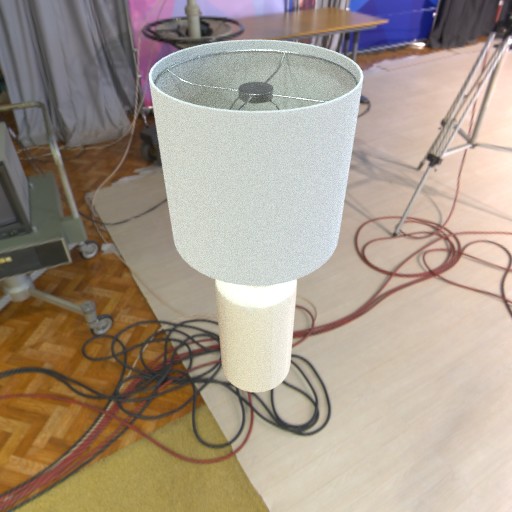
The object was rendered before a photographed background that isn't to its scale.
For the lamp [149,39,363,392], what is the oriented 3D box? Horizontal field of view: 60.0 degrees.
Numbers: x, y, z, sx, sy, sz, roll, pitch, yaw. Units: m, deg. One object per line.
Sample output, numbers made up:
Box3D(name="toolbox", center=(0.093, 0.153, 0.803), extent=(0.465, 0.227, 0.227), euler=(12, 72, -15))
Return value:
Box3D(name="lamp", center=(0.000, 0.000, 0.604), extent=(0.212, 0.493, 0.212), euler=(13, 42, 15))
